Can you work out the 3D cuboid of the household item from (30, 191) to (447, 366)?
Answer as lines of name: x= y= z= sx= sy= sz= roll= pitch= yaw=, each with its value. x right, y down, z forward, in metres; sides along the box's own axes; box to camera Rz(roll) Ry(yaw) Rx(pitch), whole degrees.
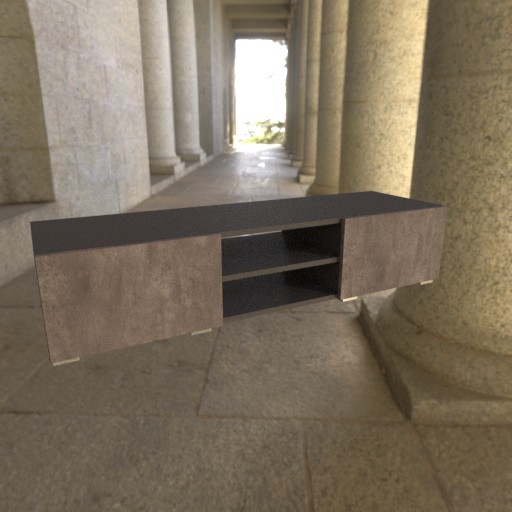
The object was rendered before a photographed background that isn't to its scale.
household item: x=0.000 y=0.000 z=1.581 sx=1.400 sy=0.310 sz=0.420 roll=-9 pitch=19 yaw=-26
